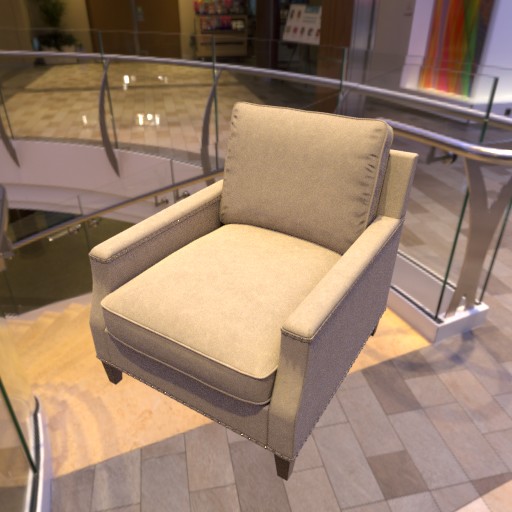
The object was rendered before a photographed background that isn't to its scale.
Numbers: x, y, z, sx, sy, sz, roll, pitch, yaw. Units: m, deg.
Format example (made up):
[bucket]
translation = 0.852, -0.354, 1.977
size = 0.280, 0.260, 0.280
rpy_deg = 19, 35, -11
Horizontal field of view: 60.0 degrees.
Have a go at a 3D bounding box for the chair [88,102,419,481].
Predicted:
[chair]
translation = 0.000, 0.000, 1.675
size = 0.853, 0.943, 1.014
rpy_deg = 17, 34, 27
